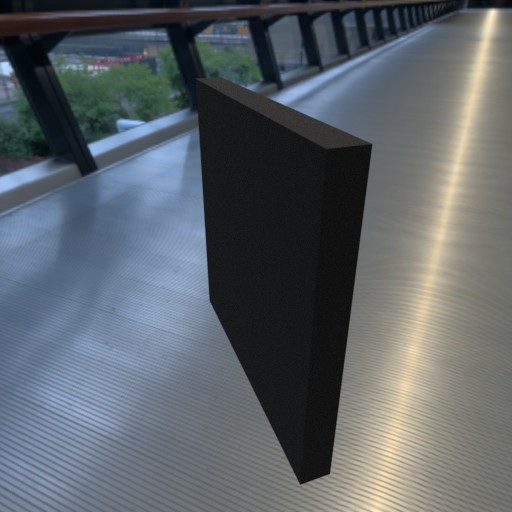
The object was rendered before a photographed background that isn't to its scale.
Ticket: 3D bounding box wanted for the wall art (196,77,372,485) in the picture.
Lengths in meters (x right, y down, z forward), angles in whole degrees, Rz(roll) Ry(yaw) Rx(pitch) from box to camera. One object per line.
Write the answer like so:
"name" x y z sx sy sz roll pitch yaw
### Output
"wall art" 0.000 0.000 0.455 0.030 0.305 0.308 -10 31 -18
